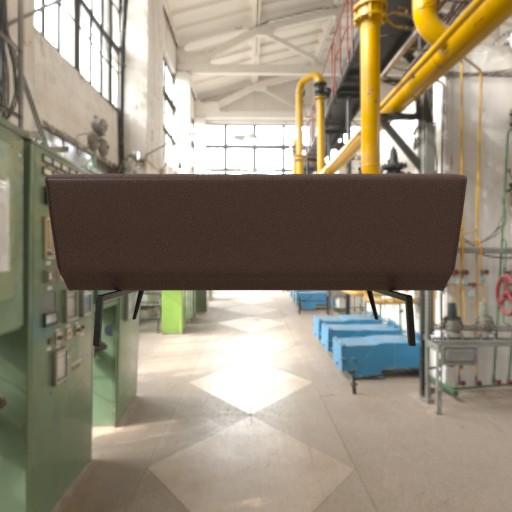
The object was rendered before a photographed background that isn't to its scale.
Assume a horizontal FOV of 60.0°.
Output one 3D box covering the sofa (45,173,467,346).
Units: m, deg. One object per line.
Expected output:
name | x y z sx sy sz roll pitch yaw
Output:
sofa | 0.000 0.000 2.109 1.703 0.699 0.747 0 0 0
